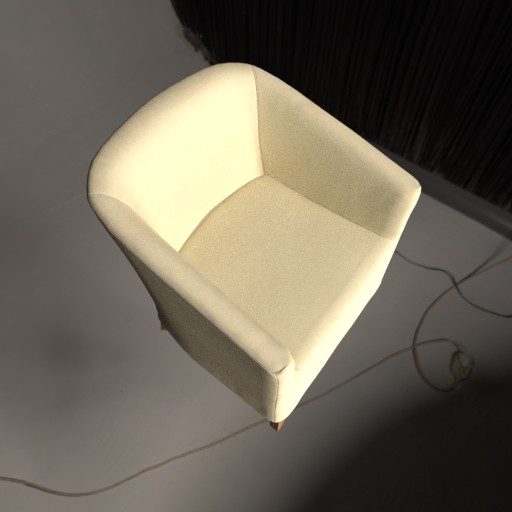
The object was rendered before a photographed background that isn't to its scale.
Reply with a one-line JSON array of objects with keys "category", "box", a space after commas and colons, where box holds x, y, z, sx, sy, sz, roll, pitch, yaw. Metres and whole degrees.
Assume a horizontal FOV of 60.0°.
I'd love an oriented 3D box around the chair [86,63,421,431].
[{"category": "chair", "box": [0.000, 0.000, 1.326, 0.657, 0.822, 0.643, 33, 64, 18]}]
